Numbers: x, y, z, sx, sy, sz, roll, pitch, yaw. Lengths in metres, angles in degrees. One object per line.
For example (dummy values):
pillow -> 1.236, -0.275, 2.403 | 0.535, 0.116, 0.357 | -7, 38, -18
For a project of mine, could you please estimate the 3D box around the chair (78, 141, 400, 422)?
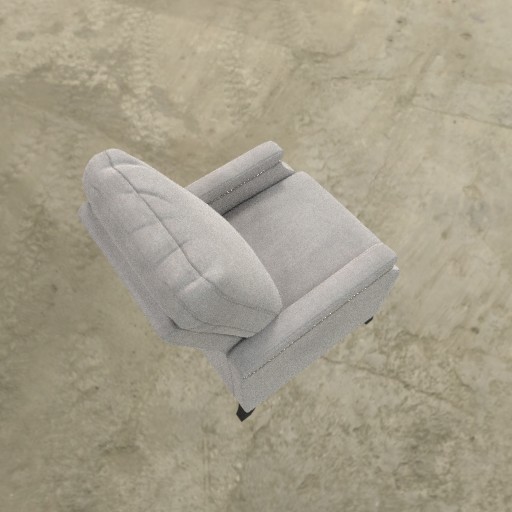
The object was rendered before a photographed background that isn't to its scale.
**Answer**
chair -> 0.000, 0.000, 1.618 | 0.922, 1.049, 0.710 | -33, 64, -19
